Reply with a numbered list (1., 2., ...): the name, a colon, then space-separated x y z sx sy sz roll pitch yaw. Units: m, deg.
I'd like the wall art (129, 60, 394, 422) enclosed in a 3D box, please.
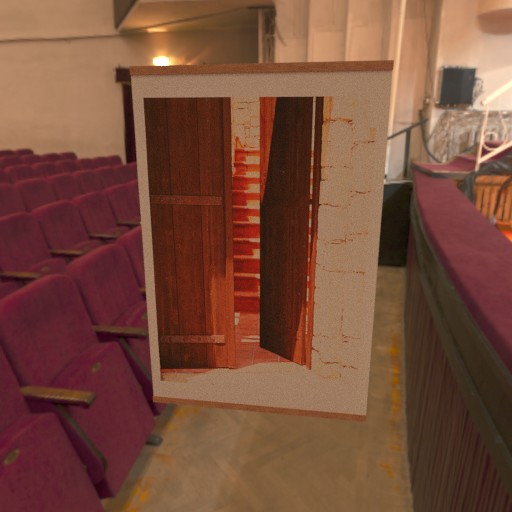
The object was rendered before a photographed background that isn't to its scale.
1. wall art: 0.000 0.000 1.896 1.019 1.527 0.019 2 16 8
